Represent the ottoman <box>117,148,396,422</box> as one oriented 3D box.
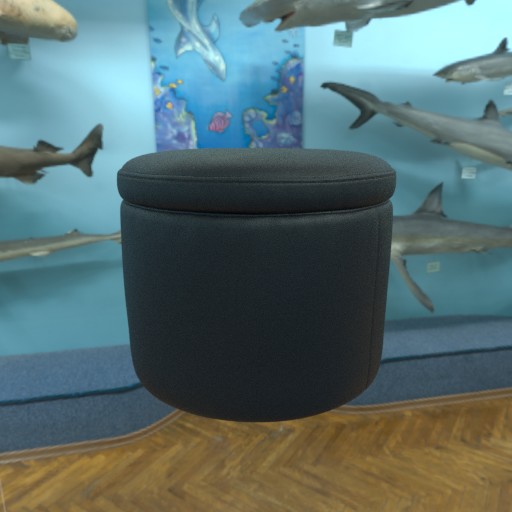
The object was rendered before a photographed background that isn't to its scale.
[{"bbox_3d":[0.000,0.000,0.867,0.501,0.409,0.501,0,15,0],"label":"ottoman"}]
